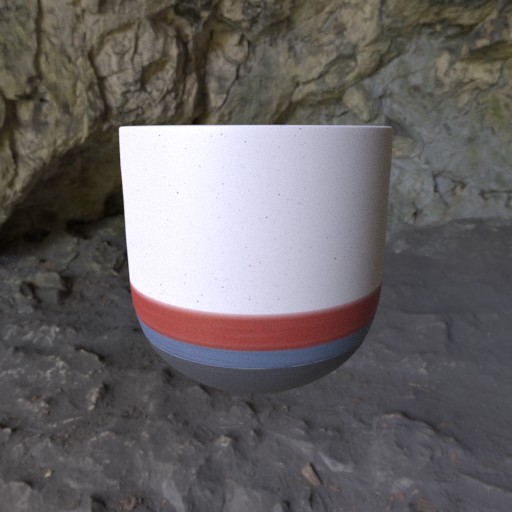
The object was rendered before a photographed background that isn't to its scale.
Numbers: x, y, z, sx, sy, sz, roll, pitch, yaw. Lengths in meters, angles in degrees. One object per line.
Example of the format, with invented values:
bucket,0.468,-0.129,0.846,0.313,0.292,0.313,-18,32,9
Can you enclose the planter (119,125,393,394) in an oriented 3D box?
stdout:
planter,0.000,0.000,0.484,0.268,0.270,0.268,0,15,0
